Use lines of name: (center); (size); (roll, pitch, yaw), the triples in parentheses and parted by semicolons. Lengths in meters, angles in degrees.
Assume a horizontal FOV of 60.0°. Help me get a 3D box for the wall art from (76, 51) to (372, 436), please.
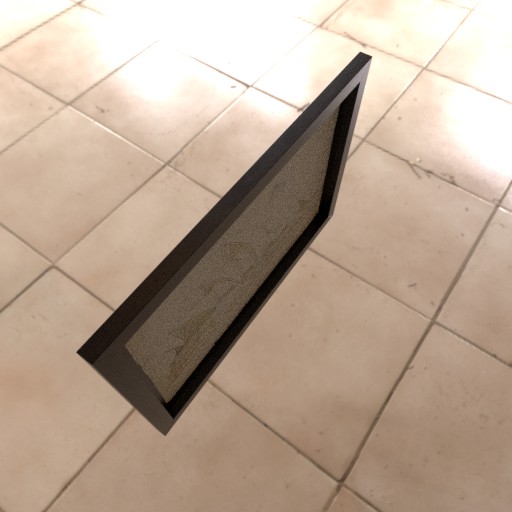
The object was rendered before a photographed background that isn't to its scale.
wall art: (0.000, 0.000, 0.819); (0.027, 0.458, 0.657); (31, 64, 17)
